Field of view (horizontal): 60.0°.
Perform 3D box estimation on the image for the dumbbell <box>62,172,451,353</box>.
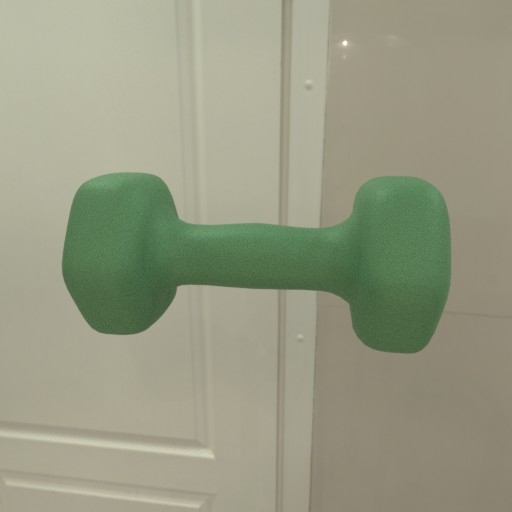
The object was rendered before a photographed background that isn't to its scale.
[{"bbox_3d":[0.000,0.000,0.327,0.260,0.117,0.129,2,16,8],"label":"dumbbell"}]
